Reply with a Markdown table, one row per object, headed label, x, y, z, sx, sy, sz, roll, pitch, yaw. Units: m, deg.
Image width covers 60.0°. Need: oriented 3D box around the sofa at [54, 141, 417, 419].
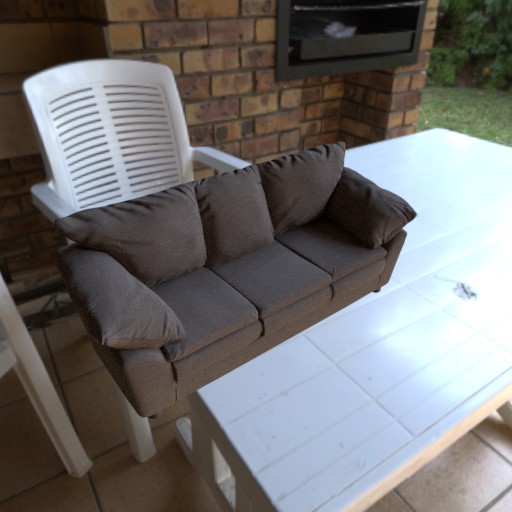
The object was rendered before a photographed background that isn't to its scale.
| label | x | y | z | sx | sy | sz | roll | pitch | yaw |
| --- | --- | --- | --- | --- | --- | --- | --- | --- | --- |
| sofa | 0.000 | 0.000 | 2.959 | 2.390 | 1.043 | 0.927 | -22 | 38 | -32 |
